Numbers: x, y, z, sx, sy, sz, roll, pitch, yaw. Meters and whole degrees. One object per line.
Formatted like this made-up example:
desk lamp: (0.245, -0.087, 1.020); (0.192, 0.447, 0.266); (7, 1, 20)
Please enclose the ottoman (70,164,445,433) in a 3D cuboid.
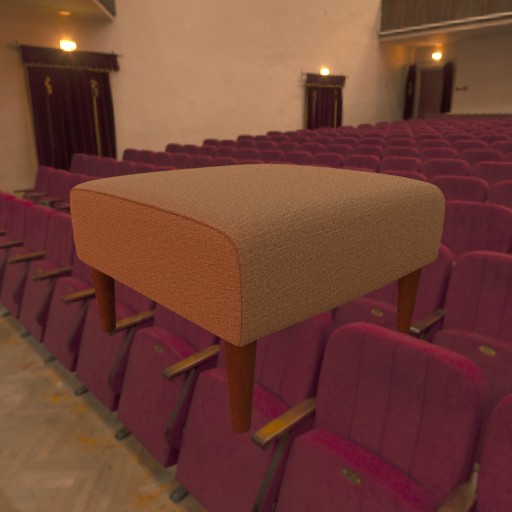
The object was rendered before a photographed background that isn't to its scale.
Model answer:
ottoman: (0.000, 0.000, 1.081); (0.650, 0.398, 0.649); (-15, 23, -41)
